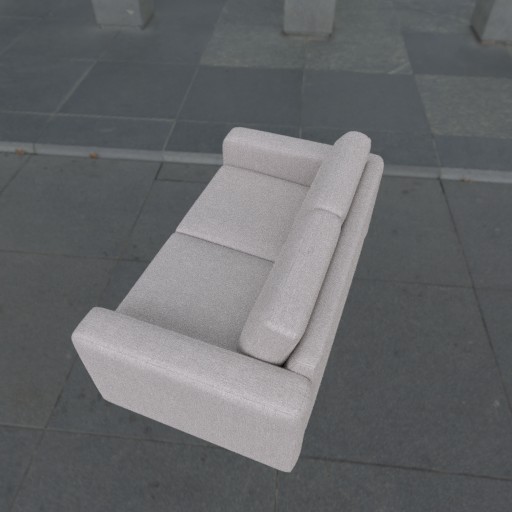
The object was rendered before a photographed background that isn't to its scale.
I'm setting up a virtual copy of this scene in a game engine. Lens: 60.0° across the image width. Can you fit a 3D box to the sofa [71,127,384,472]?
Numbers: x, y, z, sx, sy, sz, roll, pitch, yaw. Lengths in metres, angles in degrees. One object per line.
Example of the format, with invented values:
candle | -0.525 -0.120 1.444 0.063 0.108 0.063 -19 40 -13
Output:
sofa | 0.000 0.000 2.094 0.900 0.800 1.540 16 49 14
